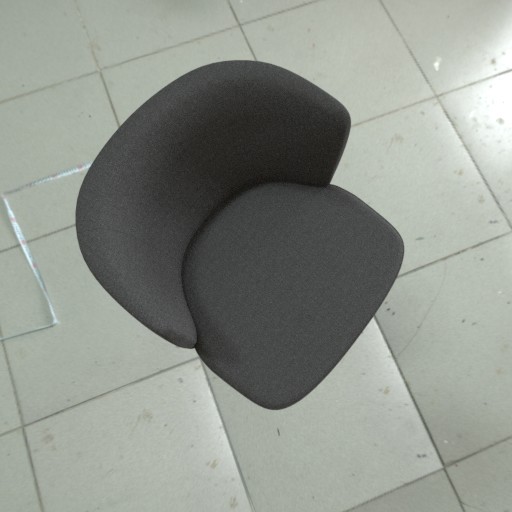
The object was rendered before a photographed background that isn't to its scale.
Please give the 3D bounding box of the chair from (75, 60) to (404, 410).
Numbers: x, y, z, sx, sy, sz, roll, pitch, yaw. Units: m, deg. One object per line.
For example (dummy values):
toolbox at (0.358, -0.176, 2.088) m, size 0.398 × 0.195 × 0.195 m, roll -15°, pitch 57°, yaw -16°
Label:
chair at (0.000, 0.000, 1.229) m, size 0.698 × 0.695 × 0.639 m, roll 38°, pitch 78°, yaw 10°
